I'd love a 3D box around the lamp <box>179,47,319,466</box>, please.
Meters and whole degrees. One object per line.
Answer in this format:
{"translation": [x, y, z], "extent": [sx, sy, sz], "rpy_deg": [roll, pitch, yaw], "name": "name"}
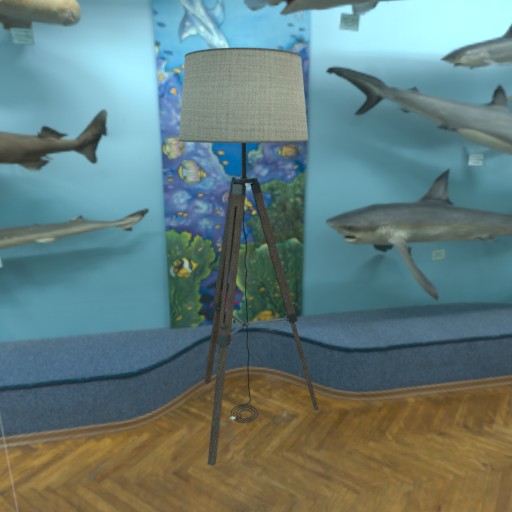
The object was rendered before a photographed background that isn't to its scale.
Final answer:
{"translation": [0.000, 0.000, 1.833], "extent": [0.587, 1.510, 0.604], "rpy_deg": [-3, 16, -9], "name": "lamp"}
